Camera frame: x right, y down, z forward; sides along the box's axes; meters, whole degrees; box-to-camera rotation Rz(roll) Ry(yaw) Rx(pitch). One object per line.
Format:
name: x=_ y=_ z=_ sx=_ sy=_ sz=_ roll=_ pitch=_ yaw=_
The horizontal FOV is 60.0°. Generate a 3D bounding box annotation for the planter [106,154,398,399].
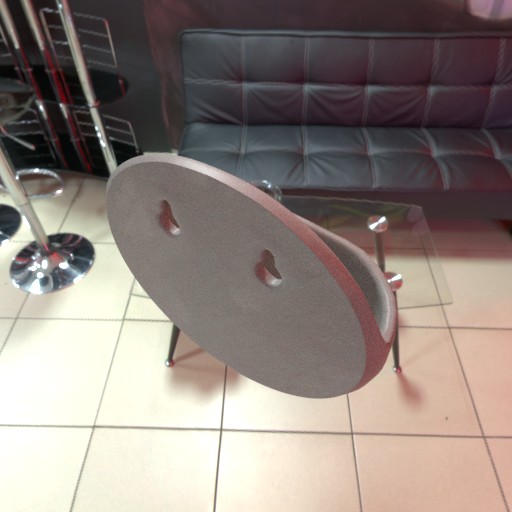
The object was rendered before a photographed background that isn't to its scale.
planter: x=0.000 y=0.000 z=0.272 sx=0.190 sy=0.164 sz=0.073 roll=27 pitch=52 yaw=23
